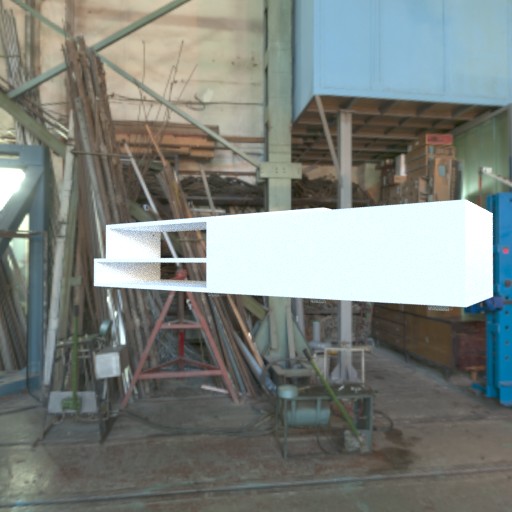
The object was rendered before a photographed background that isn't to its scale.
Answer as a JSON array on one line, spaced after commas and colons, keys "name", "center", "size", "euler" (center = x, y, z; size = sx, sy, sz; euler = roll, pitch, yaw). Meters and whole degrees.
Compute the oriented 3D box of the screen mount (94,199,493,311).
[{"name": "screen mount", "center": [0.000, 0.000, 1.829], "size": [1.680, 0.320, 0.420], "euler": [0, -1, 36]}]
